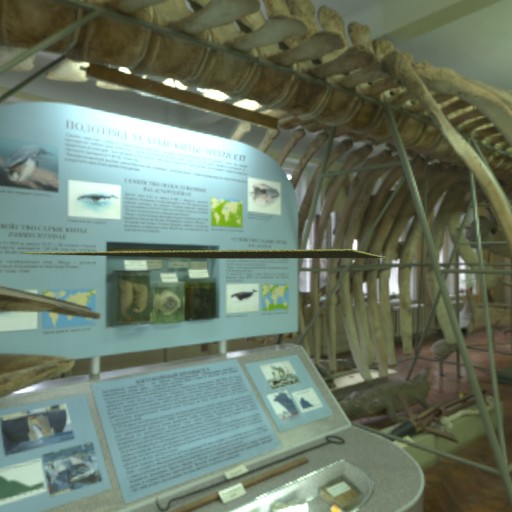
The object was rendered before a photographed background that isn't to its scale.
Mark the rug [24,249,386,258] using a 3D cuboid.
[{"bbox_3d":[0.000,0.000,2.915,1.529,0.007,2.297,0,-1,19],"label":"rug"}]
